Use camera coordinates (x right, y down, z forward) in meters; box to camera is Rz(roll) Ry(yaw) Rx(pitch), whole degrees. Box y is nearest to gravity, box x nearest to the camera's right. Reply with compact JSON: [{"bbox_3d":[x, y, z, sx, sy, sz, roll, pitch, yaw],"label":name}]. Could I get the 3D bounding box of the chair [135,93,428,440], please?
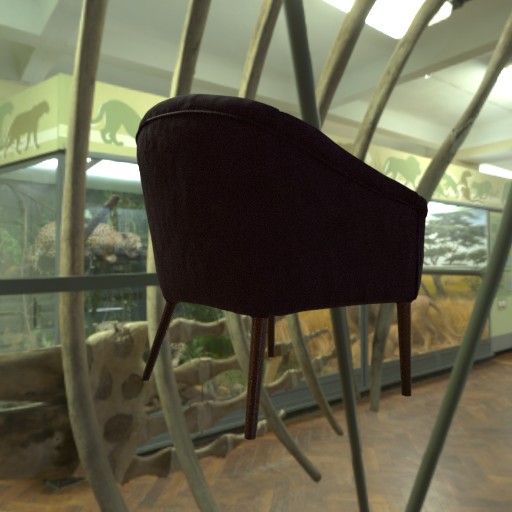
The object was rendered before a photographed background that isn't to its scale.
[{"bbox_3d":[0.000,0.000,1.485,0.776,0.885,0.851,0,-1,-37],"label":"chair"}]
